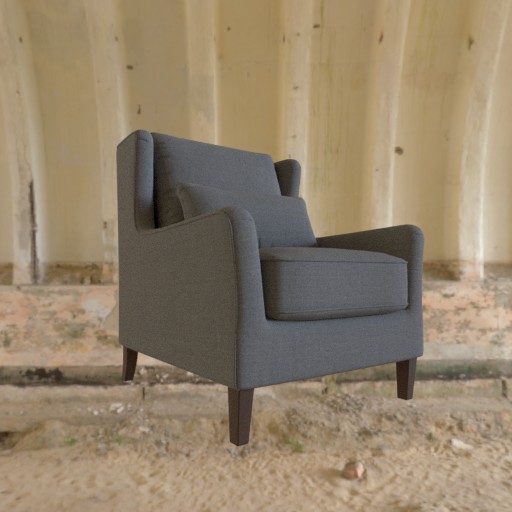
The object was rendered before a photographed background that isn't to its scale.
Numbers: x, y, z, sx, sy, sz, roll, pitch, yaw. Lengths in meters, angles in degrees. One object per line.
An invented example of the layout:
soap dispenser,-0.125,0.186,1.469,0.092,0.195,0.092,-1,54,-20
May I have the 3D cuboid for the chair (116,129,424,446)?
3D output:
chair,0.000,0.000,1.779,0.866,1.056,1.040,2,-3,-36
